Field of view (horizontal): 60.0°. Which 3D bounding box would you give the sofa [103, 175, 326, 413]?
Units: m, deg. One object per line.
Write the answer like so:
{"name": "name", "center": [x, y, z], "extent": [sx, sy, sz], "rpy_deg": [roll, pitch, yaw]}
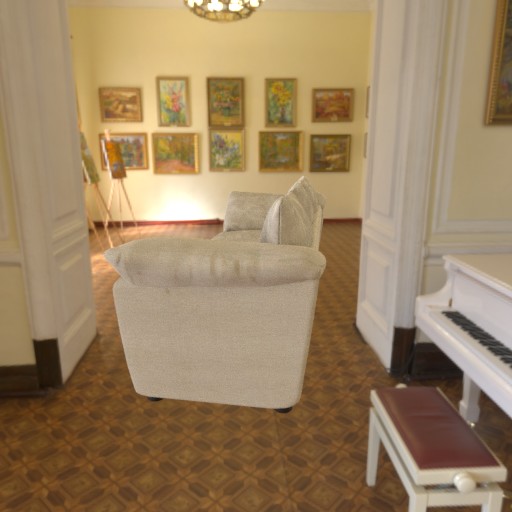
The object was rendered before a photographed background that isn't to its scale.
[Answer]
{"name": "sofa", "center": [0.000, 0.000, 2.873], "extent": [0.893, 0.981, 2.377], "rpy_deg": [2, 14, 9]}
